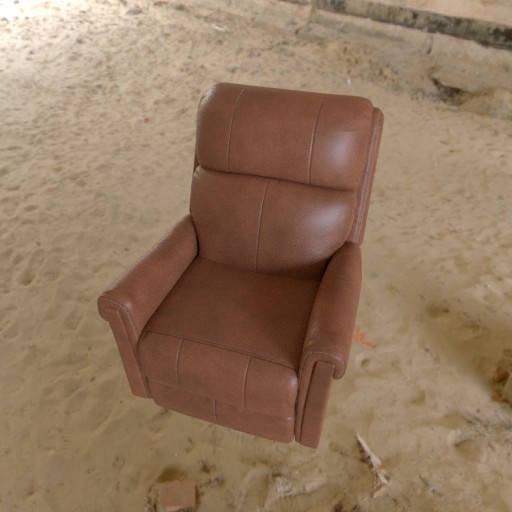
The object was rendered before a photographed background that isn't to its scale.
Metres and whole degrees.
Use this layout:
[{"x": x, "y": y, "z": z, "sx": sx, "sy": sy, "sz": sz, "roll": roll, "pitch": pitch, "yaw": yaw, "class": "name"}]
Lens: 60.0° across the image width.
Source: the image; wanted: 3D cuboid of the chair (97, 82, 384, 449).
[{"x": 0.000, "y": 0.000, "z": 1.737, "sx": 0.838, "sy": 1.054, "sz": 1.014, "roll": 11, "pitch": 41, "yaw": 13, "class": "chair"}]
